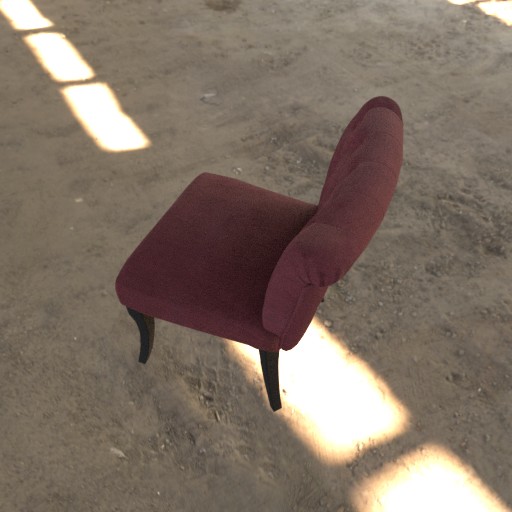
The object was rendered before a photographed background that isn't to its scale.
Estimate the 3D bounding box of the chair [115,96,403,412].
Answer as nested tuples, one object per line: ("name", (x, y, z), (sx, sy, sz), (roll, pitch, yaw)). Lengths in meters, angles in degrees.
("chair", (0.000, 0.000, 1.205), (0.605, 0.750, 0.582), (17, 50, 15))
